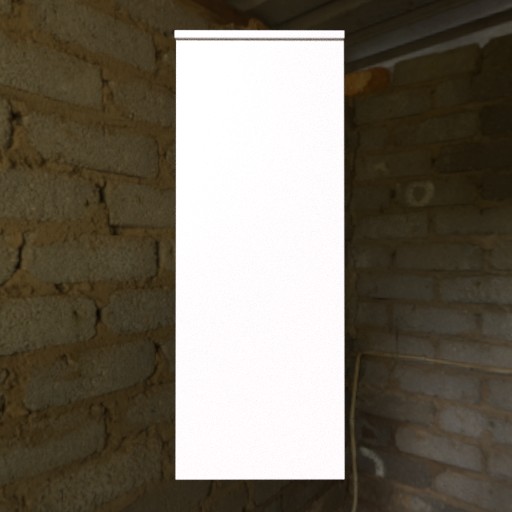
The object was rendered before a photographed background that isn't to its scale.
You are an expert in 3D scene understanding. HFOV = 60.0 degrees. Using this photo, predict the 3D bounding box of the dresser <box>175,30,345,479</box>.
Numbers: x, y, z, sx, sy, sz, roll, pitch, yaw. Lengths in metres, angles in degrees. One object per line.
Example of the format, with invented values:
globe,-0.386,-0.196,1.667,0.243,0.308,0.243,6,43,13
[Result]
dresser,0.000,0.000,1.356,0.401,1.021,0.704,0,0,0
